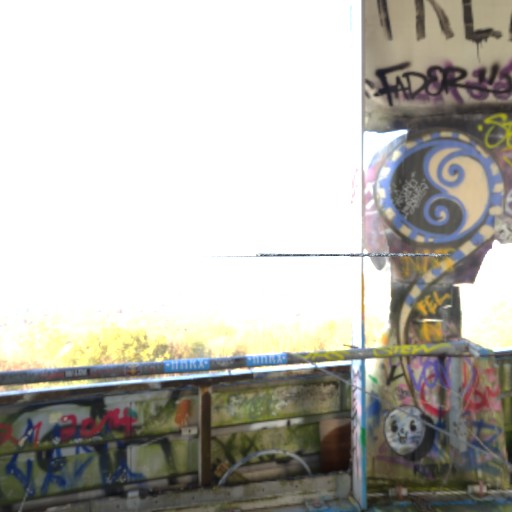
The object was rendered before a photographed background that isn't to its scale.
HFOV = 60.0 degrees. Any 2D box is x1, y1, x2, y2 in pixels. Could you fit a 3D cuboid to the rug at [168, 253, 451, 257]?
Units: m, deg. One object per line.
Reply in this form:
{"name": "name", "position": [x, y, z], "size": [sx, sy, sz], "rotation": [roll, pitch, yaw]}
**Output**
{"name": "rug", "position": [0.000, 0.000, 2.744], "size": [0.786, 0.013, 2.480], "rotation": [0, 0, -18]}
